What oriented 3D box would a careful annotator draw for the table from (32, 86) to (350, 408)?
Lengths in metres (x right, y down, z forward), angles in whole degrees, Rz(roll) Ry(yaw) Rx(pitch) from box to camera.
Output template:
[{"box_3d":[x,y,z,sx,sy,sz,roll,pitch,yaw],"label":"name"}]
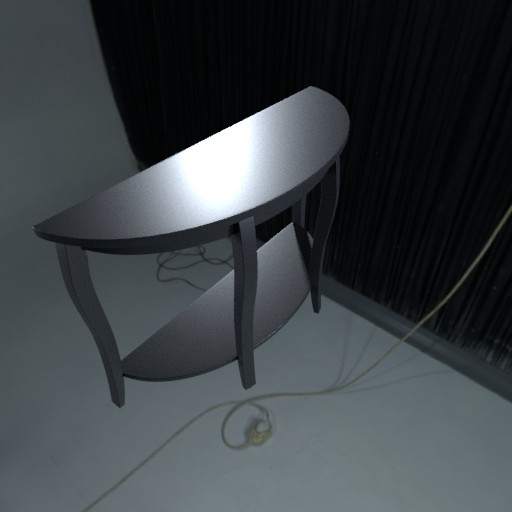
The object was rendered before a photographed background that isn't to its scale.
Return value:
[{"box_3d":[0.000,0.000,1.575,0.394,0.780,1.219,27,47,28],"label":"table"}]
